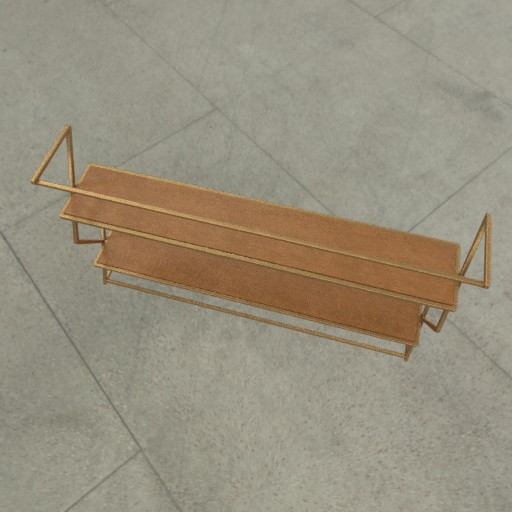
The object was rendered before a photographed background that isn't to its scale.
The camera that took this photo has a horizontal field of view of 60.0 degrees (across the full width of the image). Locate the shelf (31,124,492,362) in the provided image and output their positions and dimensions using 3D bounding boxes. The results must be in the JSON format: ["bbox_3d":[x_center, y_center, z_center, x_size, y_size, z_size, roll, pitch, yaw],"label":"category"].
[{"bbox_3d":[0.000,0.000,0.995,0.822,0.450,0.150,13,62,7],"label":"shelf"}]
